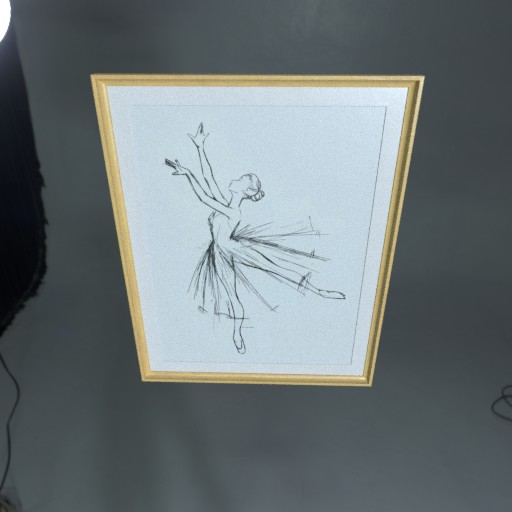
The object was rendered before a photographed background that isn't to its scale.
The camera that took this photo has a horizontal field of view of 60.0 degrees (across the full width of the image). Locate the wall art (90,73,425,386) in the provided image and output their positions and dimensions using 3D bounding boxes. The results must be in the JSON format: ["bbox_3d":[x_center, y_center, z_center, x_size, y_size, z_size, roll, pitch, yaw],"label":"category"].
[{"bbox_3d":[0.000,0.000,1.314,0.798,1.002,0.030,1,29,2],"label":"wall art"}]
